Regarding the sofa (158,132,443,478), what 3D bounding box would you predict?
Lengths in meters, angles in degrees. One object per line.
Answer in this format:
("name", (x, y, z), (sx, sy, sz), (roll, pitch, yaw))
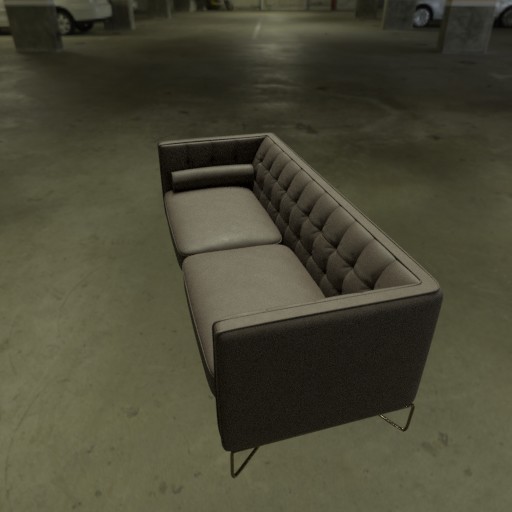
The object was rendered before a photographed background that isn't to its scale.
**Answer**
("sofa", (0.000, 0.000, 2.506), (0.867, 0.789, 2.087), (-8, 32, -13))
